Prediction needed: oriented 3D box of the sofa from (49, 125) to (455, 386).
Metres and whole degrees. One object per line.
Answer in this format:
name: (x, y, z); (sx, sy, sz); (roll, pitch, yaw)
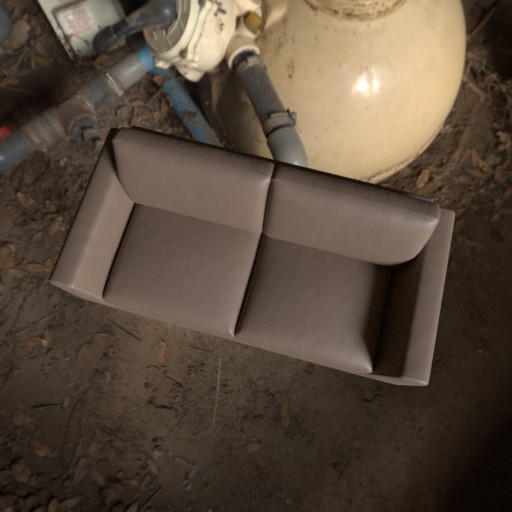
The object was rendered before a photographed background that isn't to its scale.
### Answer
sofa: (0.000, 0.000, 2.514); (2.017, 0.875, 0.953); (15, 75, 4)
